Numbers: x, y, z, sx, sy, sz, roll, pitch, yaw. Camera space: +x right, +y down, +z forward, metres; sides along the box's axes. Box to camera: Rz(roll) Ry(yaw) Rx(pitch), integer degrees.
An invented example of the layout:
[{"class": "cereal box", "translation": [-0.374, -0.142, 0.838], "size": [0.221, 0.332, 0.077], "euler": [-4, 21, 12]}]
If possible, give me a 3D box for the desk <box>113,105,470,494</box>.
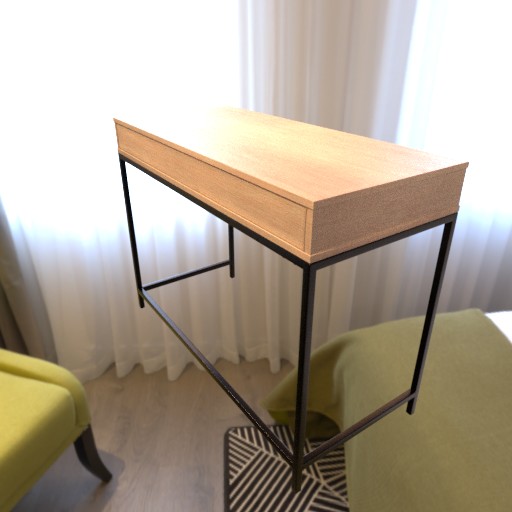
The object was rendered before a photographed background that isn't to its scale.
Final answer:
[{"class": "desk", "translation": [0.000, 0.000, 1.410], "size": [0.470, 0.762, 1.016], "euler": [-17, 32, -31]}]
